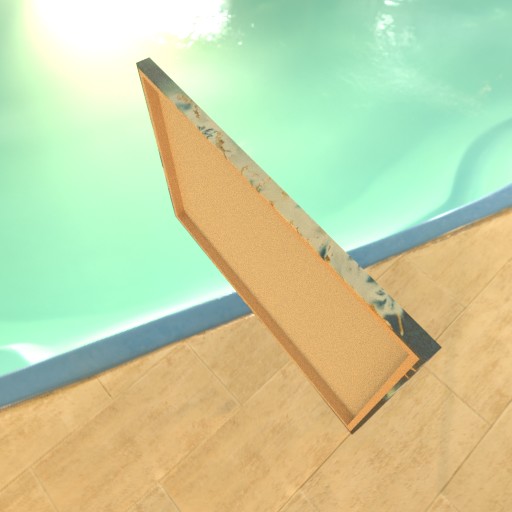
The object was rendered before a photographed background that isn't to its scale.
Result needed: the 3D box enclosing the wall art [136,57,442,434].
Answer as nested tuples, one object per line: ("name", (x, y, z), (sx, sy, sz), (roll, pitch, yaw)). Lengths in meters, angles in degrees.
("wall art", (0.000, 0.000, 1.130), (0.038, 0.608, 0.912), (-32, 64, -18))
